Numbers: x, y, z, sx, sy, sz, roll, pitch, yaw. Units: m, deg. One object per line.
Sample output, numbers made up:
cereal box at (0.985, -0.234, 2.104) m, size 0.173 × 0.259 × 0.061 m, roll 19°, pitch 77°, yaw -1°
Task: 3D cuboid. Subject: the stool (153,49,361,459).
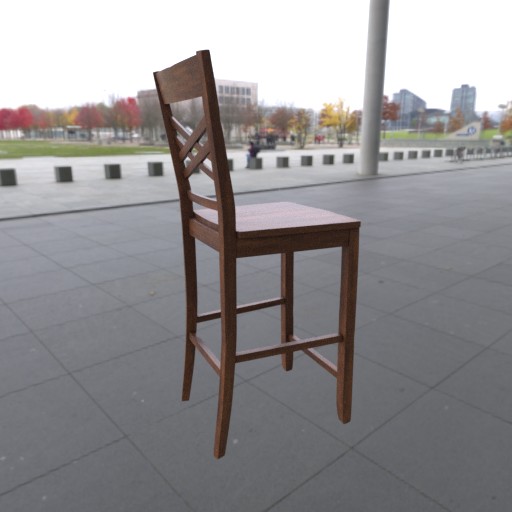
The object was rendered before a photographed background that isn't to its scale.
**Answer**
stool at (0.000, 0.000, 1.391) m, size 0.504 × 1.098 × 0.426 m, roll -8°, pitch 17°, yaw -25°
